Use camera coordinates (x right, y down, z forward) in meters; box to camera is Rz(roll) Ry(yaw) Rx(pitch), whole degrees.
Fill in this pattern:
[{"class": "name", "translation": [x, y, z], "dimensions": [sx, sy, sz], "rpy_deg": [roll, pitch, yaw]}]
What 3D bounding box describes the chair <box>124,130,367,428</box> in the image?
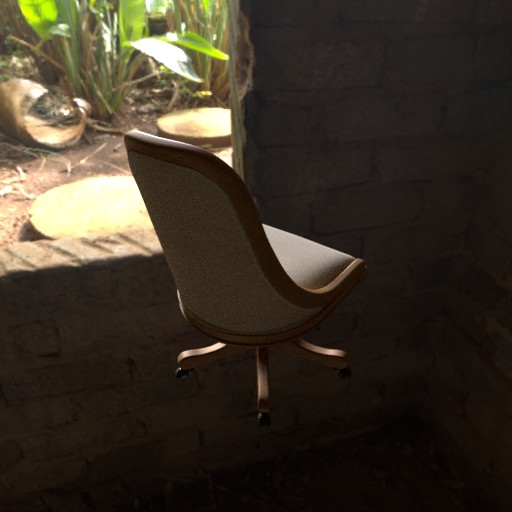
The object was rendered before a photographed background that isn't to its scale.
[{"class": "chair", "translation": [0.000, 0.000, 1.567], "dimensions": [0.702, 1.009, 0.811], "rpy_deg": [22, 37, 33]}]
